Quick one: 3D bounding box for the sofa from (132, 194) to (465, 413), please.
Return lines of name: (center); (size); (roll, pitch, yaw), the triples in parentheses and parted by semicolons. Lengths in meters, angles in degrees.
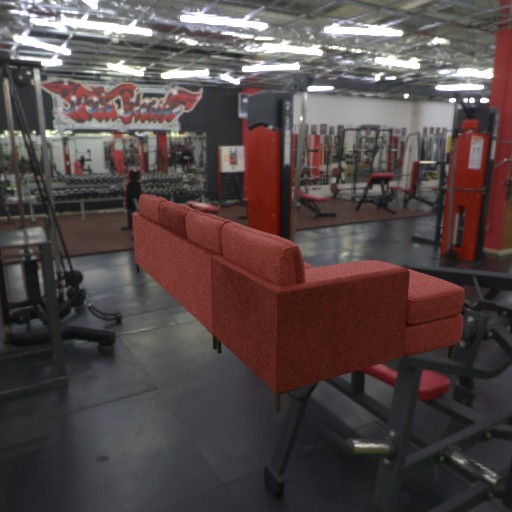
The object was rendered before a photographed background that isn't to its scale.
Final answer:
sofa: (0.000, 0.000, 4.140); (1.500, 0.967, 3.400); (-7, 15, -27)
